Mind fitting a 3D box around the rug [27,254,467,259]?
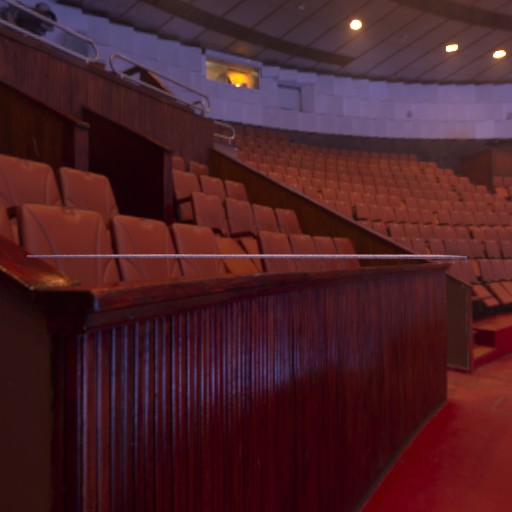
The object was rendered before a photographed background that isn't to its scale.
[{"bbox_3d":[0.000,0.000,3.041,2.444,0.012,1.526,0,0,18],"label":"rug"}]
